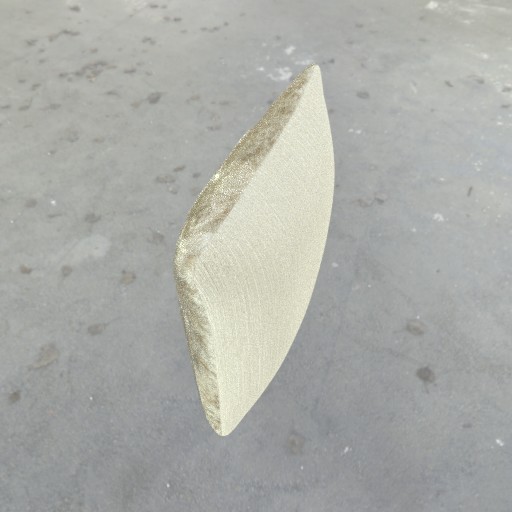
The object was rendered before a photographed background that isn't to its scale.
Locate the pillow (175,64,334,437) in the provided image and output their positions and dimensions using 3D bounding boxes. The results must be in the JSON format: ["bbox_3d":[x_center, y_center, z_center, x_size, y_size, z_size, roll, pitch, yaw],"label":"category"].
[{"bbox_3d":[0.000,0.000,0.820,0.216,0.525,0.538,16,49,14],"label":"pillow"}]
